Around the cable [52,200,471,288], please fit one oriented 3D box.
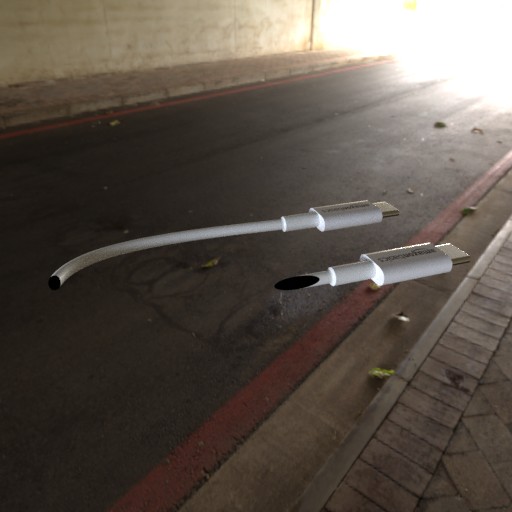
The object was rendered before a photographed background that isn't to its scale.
[{"bbox_3d":[0.000,0.000,0.111,0.098,0.005,0.041,-9,31,-16],"label":"cable"}]
